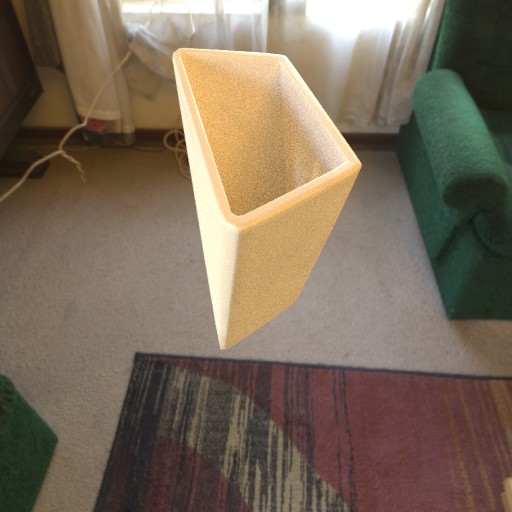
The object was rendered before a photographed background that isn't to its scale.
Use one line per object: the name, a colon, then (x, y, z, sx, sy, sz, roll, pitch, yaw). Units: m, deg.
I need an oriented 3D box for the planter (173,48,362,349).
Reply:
planter: (0.000, 0.000, 0.274, 0.060, 0.197, 0.150, -11, 48, -10)
